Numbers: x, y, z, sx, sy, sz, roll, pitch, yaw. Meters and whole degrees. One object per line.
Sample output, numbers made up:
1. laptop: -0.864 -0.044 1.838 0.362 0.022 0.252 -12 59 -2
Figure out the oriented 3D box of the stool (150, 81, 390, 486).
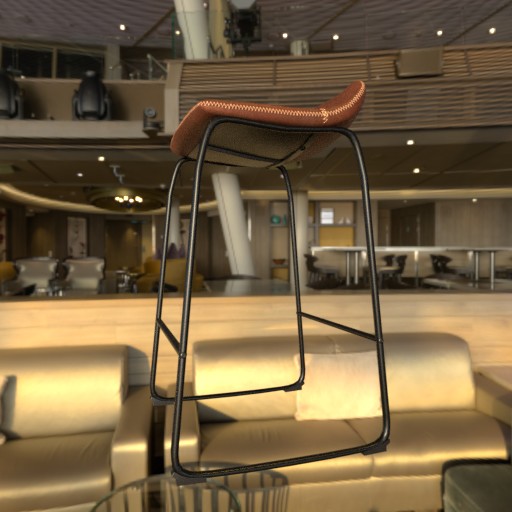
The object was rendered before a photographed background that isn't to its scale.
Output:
1. stool: 0.000 0.000 1.084 0.473 0.830 0.454 0 1 -18
